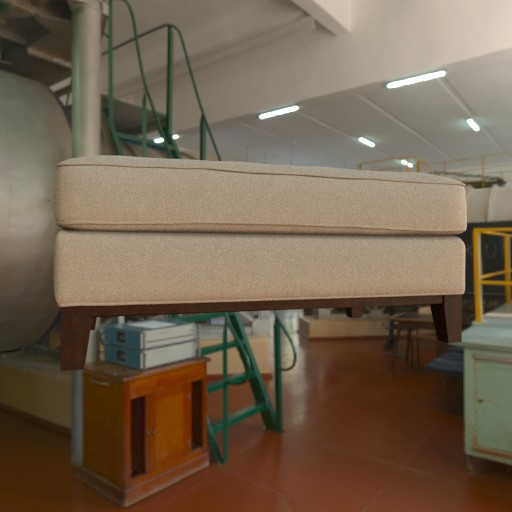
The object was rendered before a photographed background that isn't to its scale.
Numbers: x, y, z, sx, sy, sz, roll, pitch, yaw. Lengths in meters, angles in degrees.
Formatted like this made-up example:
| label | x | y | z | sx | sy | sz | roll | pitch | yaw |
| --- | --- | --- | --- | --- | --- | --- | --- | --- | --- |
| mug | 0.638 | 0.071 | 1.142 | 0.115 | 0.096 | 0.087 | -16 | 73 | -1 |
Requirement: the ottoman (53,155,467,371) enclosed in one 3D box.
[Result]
| label | x | y | z | sx | sy | sz | roll | pitch | yaw |
| --- | --- | --- | --- | --- | --- | --- | --- | --- | --- |
| ottoman | 0.000 | 0.000 | 1.428 | 1.143 | 0.508 | 0.648 | 0 | 0 | -18 |
